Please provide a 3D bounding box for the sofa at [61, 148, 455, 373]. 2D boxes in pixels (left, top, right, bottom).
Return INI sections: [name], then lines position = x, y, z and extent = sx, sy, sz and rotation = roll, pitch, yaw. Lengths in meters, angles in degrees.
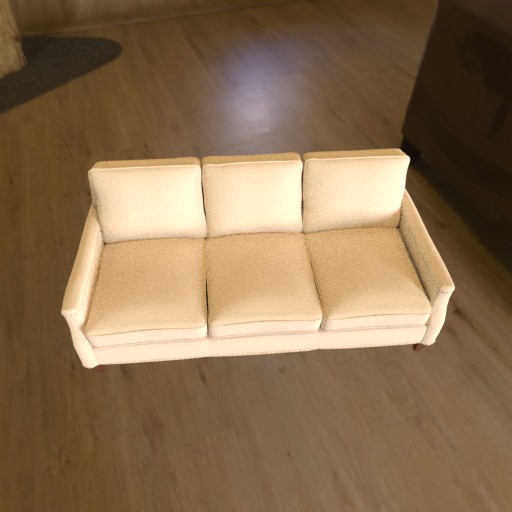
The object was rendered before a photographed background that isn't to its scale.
[sofa]
position = 0.000, 0.000, 2.896
extent = 2.246, 1.003, 1.084
rotation = -3, 48, -3
